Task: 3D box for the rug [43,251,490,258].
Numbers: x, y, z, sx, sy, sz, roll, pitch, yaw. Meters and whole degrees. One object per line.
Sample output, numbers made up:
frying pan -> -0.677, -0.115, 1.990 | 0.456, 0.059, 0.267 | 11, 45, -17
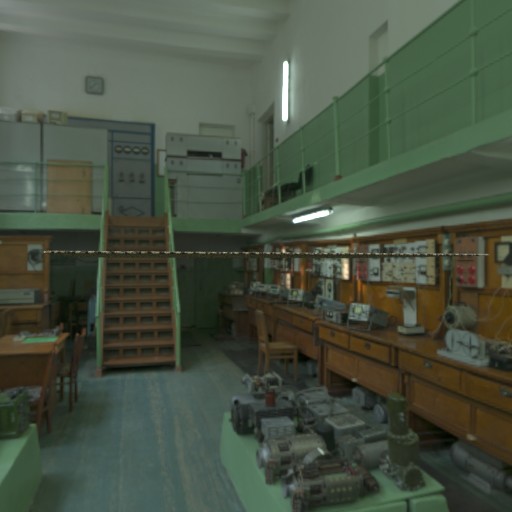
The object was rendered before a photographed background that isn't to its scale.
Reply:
rug -> 0.000, 0.000, 2.276 | 1.828, 0.008, 1.219 | 0, -1, -18
